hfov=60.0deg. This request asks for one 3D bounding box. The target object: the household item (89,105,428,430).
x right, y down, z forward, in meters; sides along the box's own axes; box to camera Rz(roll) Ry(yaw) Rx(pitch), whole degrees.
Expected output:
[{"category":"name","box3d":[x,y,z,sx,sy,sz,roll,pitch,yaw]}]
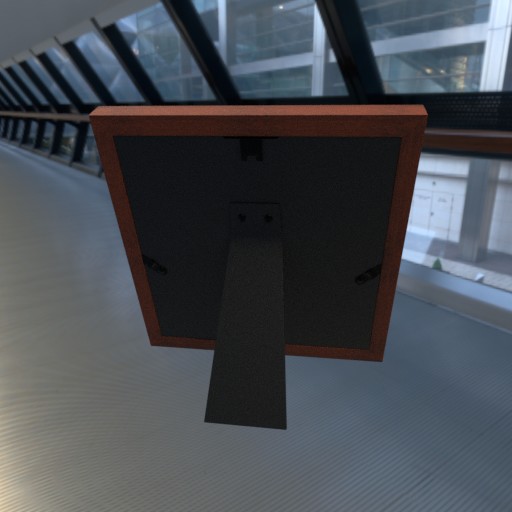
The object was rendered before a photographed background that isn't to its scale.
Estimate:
[{"category":"household item","box3d":[0.000,0.000,0.375,0.240,0.240,0.131,2,17,8]}]
